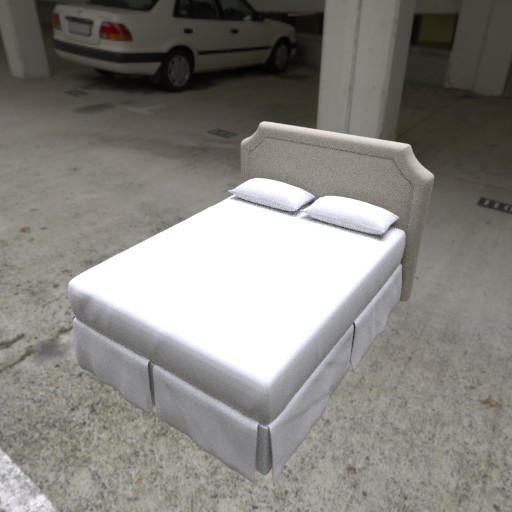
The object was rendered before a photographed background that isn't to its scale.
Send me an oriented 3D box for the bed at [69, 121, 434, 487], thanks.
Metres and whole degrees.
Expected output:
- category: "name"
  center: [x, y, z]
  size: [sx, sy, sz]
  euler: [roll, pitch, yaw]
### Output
- category: "bed"
  center: [0.000, 0.000, 3.068]
  size: [1.693, 1.290, 2.116]
  euler: [19, 35, 30]
